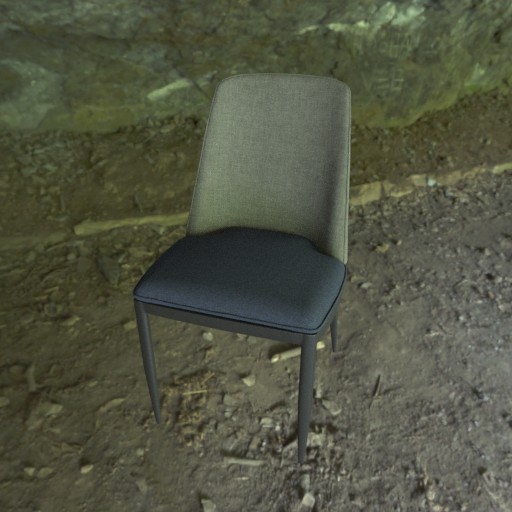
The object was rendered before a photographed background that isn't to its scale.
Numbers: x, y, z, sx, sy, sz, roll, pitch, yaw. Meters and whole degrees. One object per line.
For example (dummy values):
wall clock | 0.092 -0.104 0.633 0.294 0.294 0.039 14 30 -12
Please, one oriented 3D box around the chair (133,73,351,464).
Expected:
chair | 0.000 0.000 1.182 0.488 0.855 0.550 9 29 16
